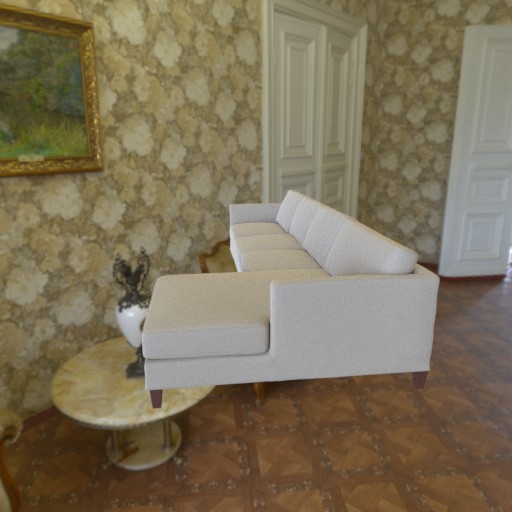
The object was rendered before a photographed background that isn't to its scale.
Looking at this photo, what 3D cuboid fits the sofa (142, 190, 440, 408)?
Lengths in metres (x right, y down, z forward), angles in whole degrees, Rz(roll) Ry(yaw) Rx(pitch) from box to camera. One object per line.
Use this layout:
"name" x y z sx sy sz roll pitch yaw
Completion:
"sofa" 0.000 0.000 3.881 1.625 0.861 3.186 -2 14 -7
